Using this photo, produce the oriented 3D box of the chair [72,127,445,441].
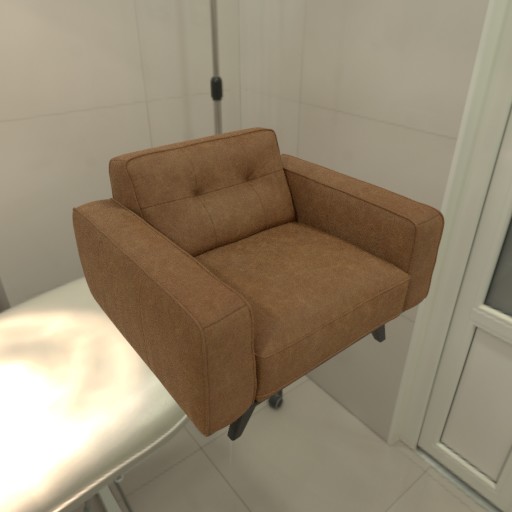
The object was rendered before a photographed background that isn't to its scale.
[{"bbox_3d":[0.000,0.000,1.756,1.118,0.782,0.952,-22,37,-33],"label":"chair"}]
